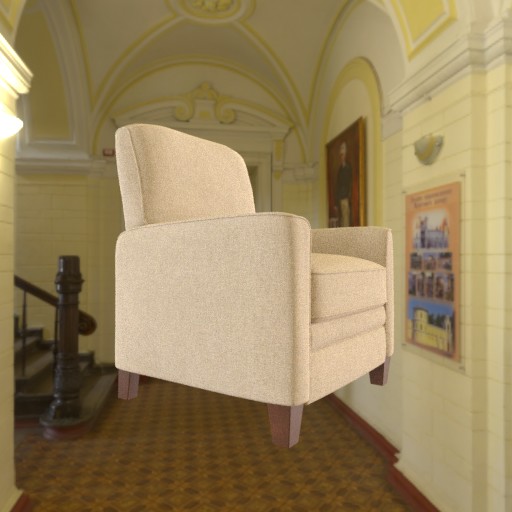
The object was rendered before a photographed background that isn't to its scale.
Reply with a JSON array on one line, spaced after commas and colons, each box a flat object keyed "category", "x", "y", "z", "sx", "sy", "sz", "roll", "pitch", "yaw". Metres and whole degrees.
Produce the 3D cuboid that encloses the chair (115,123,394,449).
[{"category": "chair", "x": 0.000, "y": 0.000, "z": 1.698, "sx": 0.859, "sy": 1.023, "sz": 0.845, "roll": 0, "pitch": 0, "yaw": 36}]
